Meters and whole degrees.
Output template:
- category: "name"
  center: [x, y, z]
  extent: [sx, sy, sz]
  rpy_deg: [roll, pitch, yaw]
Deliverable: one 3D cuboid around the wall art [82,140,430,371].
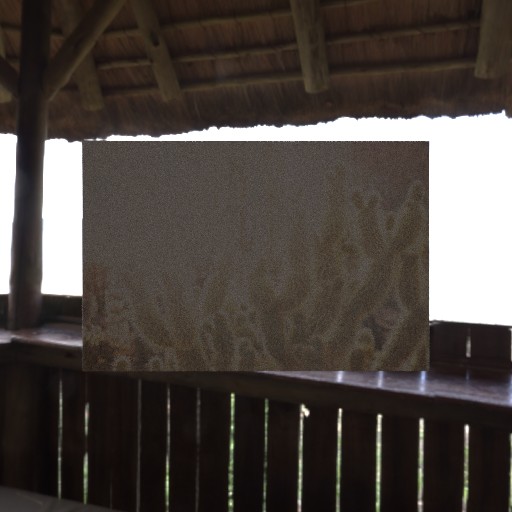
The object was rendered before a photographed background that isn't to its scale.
- category: "wall art"
  center: [0.000, 0.000, 1.185]
  extent: [0.916, 0.608, 0.040]
  rpy_deg: [0, 1, 0]
